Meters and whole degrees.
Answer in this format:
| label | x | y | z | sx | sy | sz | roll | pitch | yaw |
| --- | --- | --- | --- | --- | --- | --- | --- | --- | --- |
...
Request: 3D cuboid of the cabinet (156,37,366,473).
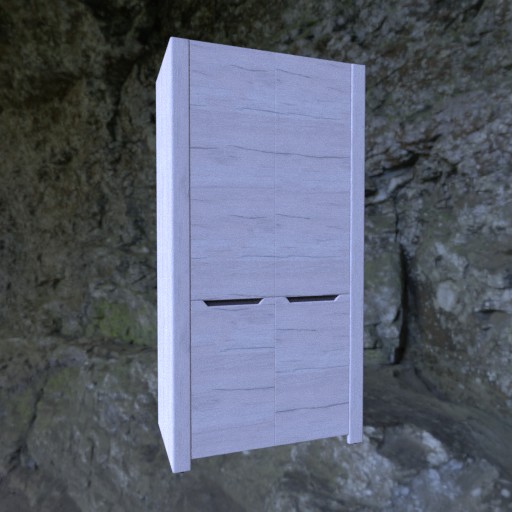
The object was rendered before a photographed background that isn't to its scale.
| label | x | y | z | sx | sy | sz | roll | pitch | yaw |
| --- | --- | --- | --- | --- | --- | --- | --- | --- | --- |
| cabinet | 0.000 | 0.000 | 2.383 | 0.980 | 1.930 | 0.580 | -1 | 2 | -19 |
